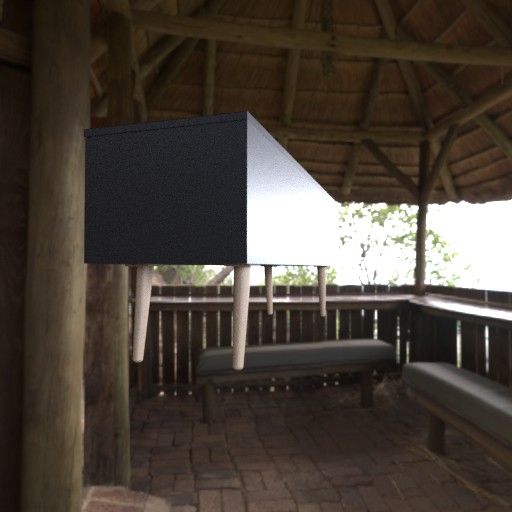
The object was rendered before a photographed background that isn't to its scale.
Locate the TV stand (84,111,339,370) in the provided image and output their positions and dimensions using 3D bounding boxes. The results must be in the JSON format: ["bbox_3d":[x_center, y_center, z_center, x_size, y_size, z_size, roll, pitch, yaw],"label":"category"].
[{"bbox_3d":[0.000,0.000,1.520,0.390,0.518,1.312,0,-2,18],"label":"TV stand"}]
